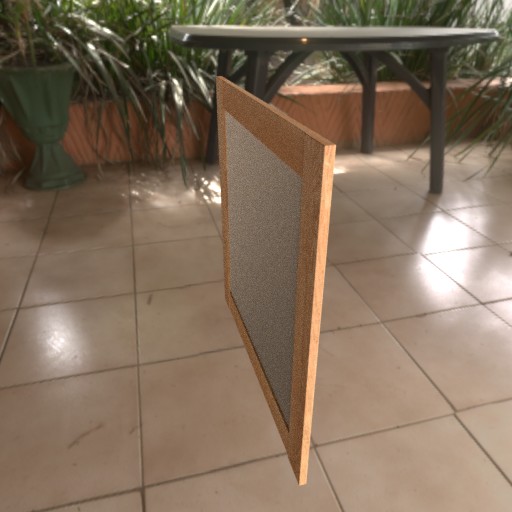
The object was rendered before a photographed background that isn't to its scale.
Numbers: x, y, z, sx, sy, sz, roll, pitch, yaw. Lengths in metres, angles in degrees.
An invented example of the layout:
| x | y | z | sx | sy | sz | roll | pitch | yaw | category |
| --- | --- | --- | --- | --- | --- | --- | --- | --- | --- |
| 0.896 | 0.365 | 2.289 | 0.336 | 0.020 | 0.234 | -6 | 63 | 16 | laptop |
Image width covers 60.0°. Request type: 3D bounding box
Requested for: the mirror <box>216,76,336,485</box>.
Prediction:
| x | y | z | sx | sy | sz | roll | pitch | yaw | category |
| --- | --- | --- | --- | --- | --- | --- | --- | --- | --- |
| 0.000 | 0.000 | 1.181 | 0.020 | 0.800 | 0.800 | -8 | 30 | -14 | mirror |
